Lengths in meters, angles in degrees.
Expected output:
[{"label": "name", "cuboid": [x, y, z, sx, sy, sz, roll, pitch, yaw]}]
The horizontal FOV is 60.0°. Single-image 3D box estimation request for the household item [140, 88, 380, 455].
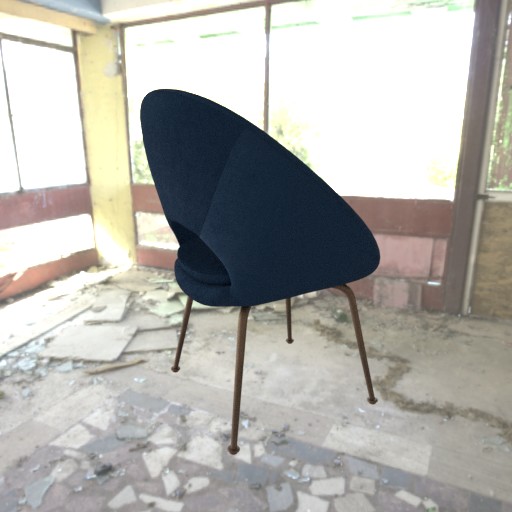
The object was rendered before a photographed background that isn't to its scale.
[{"label": "household item", "cuboid": [0.000, 0.000, 1.244, 0.573, 0.852, 0.623, -8, 17, -27]}]
